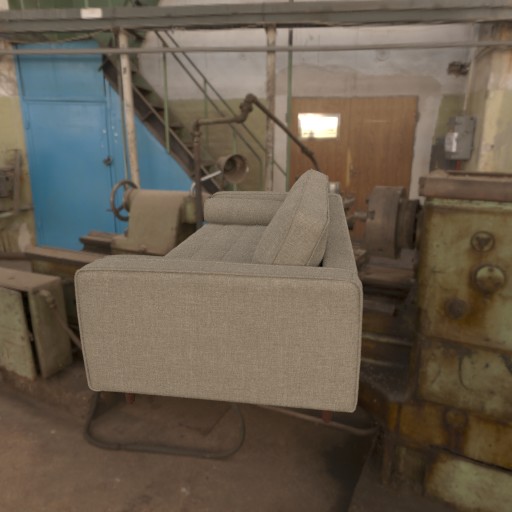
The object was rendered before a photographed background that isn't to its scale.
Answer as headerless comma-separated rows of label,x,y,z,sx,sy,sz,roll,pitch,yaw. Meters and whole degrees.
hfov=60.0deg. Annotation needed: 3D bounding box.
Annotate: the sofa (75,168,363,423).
sofa,0.000,0.000,2.249,0.914,0.762,1.879,2,16,8
